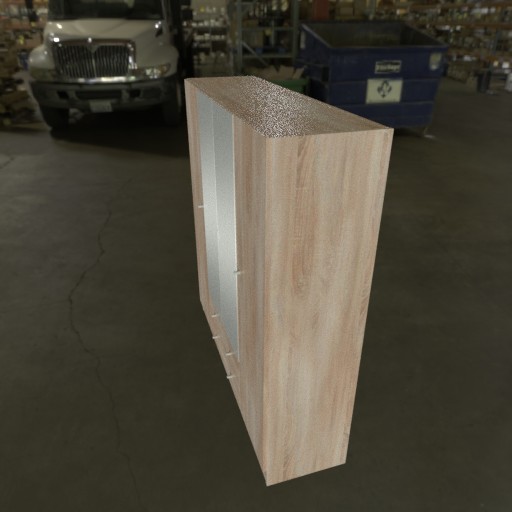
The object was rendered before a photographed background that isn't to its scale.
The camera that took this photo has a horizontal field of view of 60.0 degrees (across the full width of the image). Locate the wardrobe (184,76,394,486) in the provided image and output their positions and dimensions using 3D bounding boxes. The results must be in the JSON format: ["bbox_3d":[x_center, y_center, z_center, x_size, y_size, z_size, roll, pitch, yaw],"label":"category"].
[{"bbox_3d":[0.000,0.000,3.152,0.598,2.159,1.998,-9,30,-15],"label":"wardrobe"}]
